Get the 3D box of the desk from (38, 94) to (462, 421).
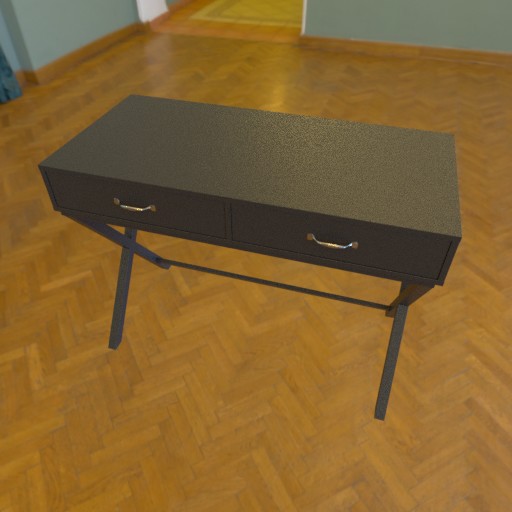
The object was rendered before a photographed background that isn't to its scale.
[{"bbox_3d":[0.000,0.000,1.485,1.057,0.780,0.525,11,43,12],"label":"desk"}]
